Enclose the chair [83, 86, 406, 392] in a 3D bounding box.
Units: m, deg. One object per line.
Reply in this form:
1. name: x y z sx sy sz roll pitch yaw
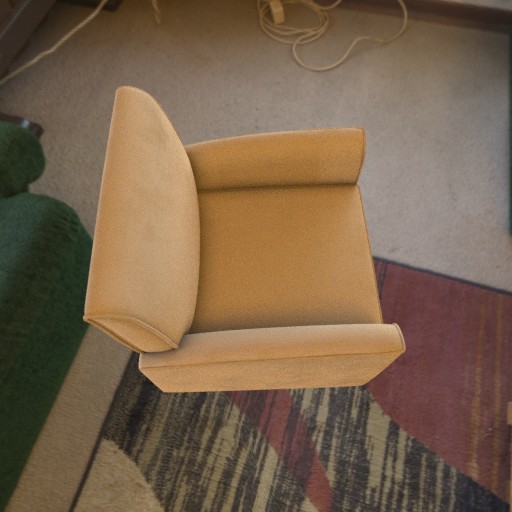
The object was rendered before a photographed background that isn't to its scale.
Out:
1. chair: 0.000 0.000 1.555 0.821 0.915 0.820 -2 64 -1
